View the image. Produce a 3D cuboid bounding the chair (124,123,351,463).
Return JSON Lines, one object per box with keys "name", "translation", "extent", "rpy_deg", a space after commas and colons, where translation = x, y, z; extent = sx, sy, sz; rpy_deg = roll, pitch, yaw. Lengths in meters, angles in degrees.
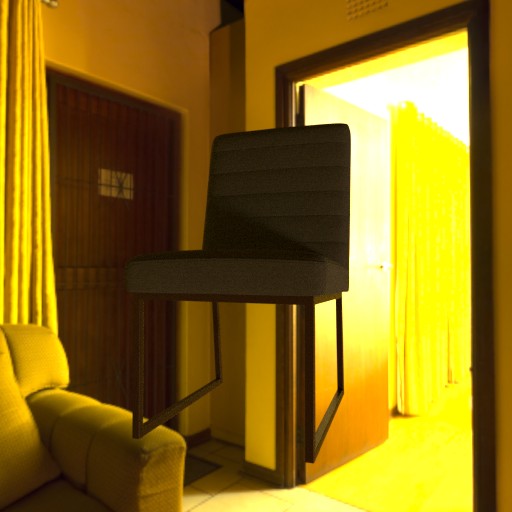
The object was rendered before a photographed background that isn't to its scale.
{"name": "chair", "translation": [0.000, 0.000, 1.340], "extent": [0.520, 0.930, 0.634], "rpy_deg": [0, -1, 18]}
